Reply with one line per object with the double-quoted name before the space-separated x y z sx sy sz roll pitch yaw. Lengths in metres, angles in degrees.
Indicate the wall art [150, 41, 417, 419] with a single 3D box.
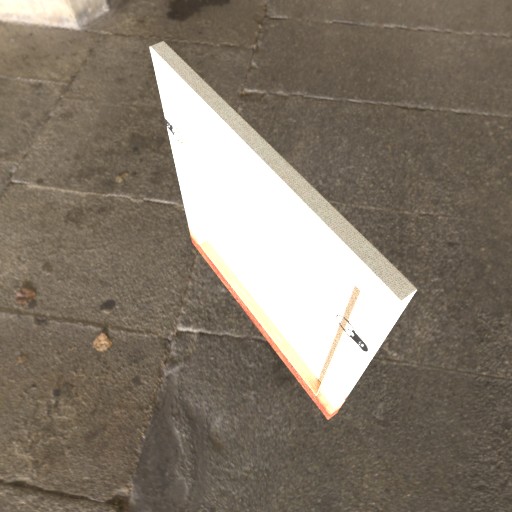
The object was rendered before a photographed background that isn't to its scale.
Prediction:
"wall art" 0.000 0.000 1.128 0.042 0.760 0.760 -31 63 -18
